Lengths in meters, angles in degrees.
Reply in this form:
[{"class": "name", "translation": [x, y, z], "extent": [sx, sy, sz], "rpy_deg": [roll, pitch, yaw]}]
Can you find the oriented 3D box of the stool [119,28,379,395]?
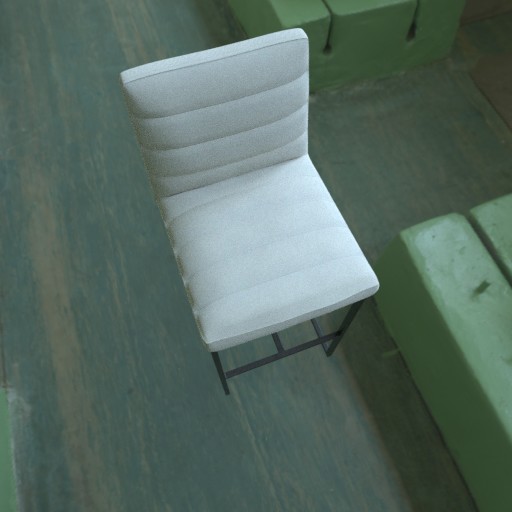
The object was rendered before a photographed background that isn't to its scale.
[{"class": "stool", "translation": [0.000, 0.000, 1.347], "extent": [0.464, 1.061, 0.573], "rpy_deg": [-18, 65, -9]}]
